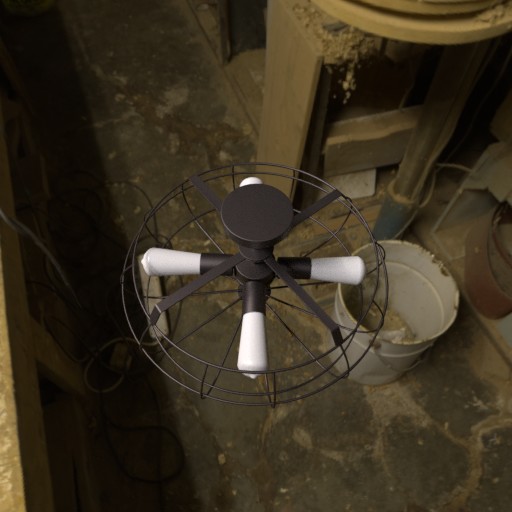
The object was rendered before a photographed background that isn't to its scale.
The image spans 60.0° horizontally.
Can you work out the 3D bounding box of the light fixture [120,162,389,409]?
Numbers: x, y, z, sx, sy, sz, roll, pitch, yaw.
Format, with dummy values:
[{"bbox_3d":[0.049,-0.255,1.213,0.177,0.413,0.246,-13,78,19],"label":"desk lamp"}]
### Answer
[{"bbox_3d":[0.000,0.000,0.928,0.582,0.311,0.582,0,58,0],"label":"light fixture"}]
